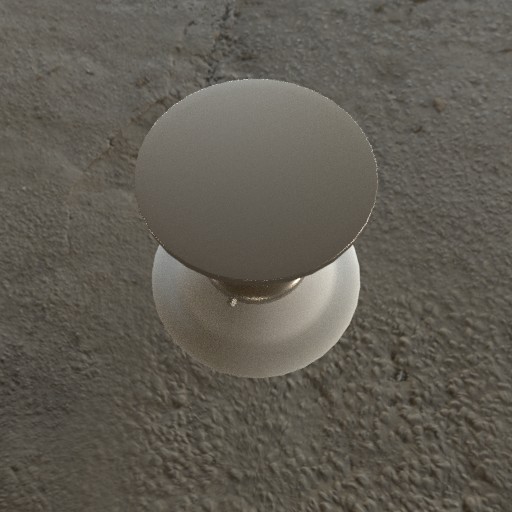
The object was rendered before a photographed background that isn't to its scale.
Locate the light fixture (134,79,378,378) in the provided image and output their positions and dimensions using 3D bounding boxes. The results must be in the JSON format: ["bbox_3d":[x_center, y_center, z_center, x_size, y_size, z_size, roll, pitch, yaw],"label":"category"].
[{"bbox_3d":[0.000,0.000,0.391,0.199,0.254,0.199,0,64,0],"label":"light fixture"}]
